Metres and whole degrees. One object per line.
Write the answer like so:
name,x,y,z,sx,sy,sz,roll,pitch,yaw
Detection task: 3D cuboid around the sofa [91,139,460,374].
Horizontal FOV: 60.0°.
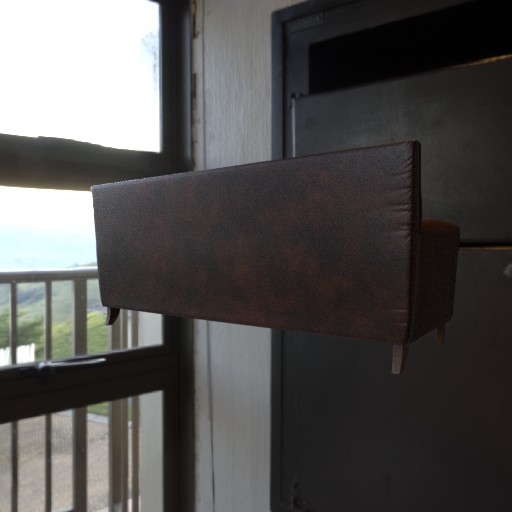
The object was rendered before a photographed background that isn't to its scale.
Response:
sofa,0.000,0.000,2.485,1.995,0.871,0.786,1,1,36
